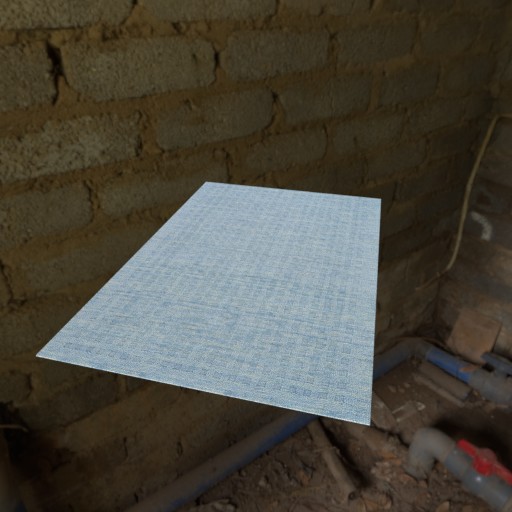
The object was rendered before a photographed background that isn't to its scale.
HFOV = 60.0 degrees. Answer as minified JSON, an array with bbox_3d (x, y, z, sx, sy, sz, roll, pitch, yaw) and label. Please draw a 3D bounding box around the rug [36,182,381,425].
[{"bbox_3d":[0.000,0.000,2.852,1.522,0.006,2.286,8,31,13],"label":"rug"}]
